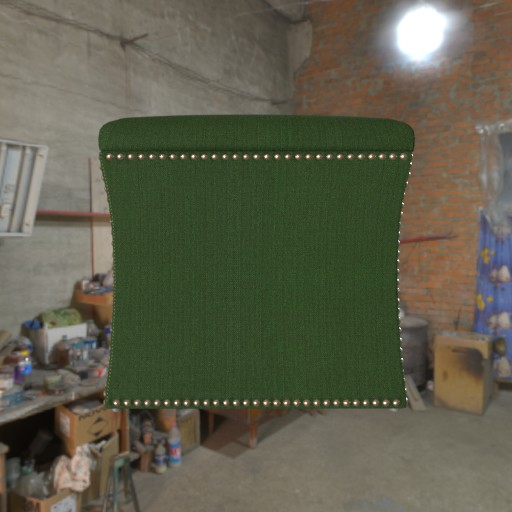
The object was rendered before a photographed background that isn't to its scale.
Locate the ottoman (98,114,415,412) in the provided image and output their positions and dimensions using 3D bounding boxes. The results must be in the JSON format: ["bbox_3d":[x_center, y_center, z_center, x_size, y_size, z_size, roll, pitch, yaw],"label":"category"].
[{"bbox_3d":[0.000,0.000,0.907,0.497,0.475,0.507,0,1,0],"label":"ottoman"}]
